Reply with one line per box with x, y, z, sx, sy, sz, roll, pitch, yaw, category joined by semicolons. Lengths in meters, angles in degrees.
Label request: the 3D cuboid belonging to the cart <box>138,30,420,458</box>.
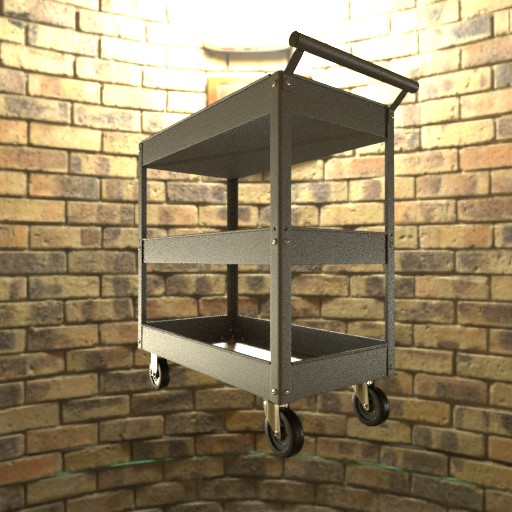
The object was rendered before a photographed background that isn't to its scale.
0.000;0.000;1.156;0.366;0.780;0.719;0;-1;-37;cart
